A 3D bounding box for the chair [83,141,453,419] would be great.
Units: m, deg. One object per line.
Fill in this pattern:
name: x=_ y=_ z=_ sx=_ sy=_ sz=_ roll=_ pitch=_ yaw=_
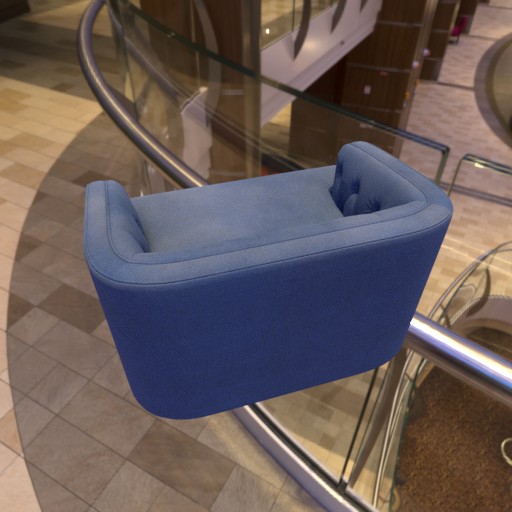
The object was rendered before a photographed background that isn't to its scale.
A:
chair: x=0.000 y=0.000 z=1.694 sx=1.118 sy=0.787 sz=0.914 roll=-11 pitch=43 yaw=-13
